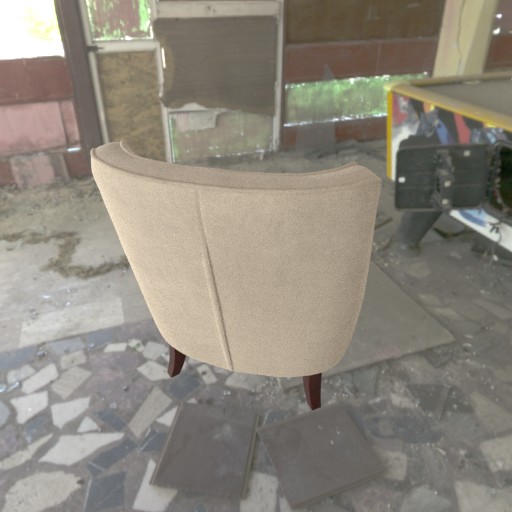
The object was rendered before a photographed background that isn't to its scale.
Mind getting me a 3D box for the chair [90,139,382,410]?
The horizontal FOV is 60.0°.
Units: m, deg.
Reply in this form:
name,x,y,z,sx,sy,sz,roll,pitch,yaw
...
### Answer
name,x,y,z,sx,sy,sz,roll,pitch,yaw
chair,0.000,0.000,1.569,0.781,0.920,0.910,9,33,14
